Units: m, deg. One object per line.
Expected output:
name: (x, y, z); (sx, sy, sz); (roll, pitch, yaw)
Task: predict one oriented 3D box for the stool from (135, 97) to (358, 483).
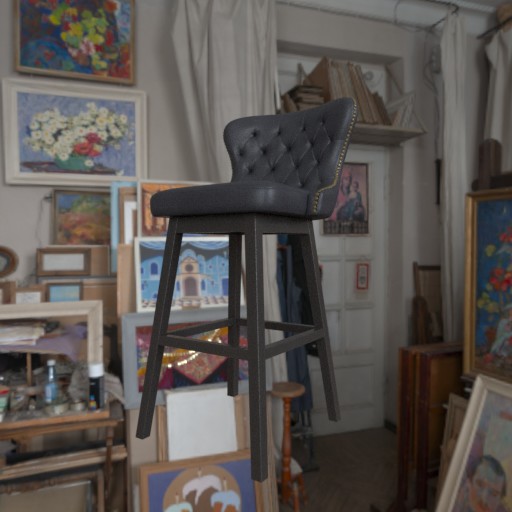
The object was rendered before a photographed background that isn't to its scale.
stool: (0.000, 0.000, 1.402); (0.528, 1.050, 0.601); (1, 2, 34)
